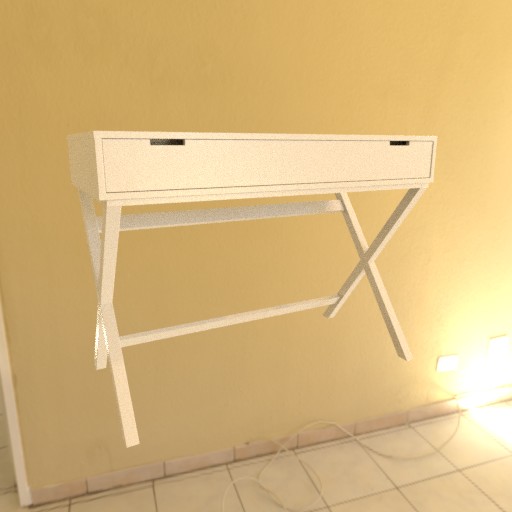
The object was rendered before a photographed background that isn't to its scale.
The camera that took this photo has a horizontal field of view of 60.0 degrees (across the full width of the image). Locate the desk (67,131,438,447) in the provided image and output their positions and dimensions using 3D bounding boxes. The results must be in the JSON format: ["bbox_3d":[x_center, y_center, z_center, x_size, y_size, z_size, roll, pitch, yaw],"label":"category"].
[{"bbox_3d":[0.000,0.000,1.492,1.059,0.780,0.509,-7,16,-27],"label":"desk"}]
